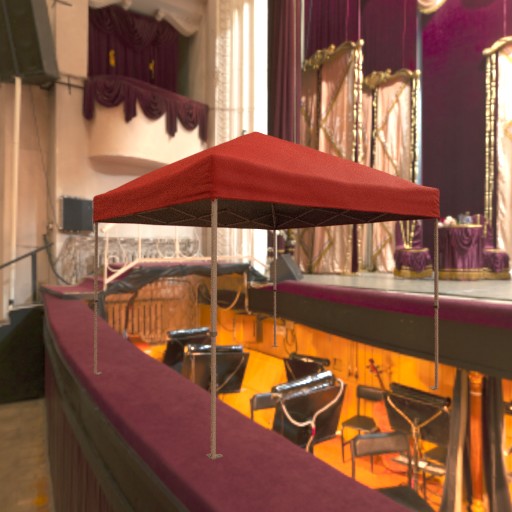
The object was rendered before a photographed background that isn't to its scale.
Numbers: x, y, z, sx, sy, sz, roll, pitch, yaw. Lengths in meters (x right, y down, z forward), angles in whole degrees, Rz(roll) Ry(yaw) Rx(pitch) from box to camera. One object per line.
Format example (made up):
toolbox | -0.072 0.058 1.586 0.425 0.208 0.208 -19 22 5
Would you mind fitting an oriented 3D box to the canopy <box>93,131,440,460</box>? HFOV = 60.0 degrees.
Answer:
canopy | 0.000 0.000 5.325 2.996 2.997 2.998 0 0 -36
